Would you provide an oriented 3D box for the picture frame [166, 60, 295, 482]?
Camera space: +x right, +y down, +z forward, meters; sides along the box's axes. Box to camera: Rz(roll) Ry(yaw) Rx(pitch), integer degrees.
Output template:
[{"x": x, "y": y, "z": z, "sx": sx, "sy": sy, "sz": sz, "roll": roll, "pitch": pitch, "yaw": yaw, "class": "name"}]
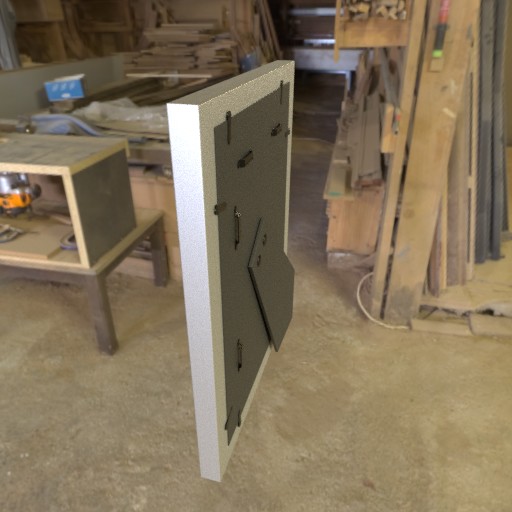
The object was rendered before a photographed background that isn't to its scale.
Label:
[{"x": 0.000, "y": 0.000, "z": 0.509, "sx": 0.036, "sy": 0.386, "sz": 0.307, "roll": 8, "pitch": 30, "yaw": 14, "class": "picture frame"}]
